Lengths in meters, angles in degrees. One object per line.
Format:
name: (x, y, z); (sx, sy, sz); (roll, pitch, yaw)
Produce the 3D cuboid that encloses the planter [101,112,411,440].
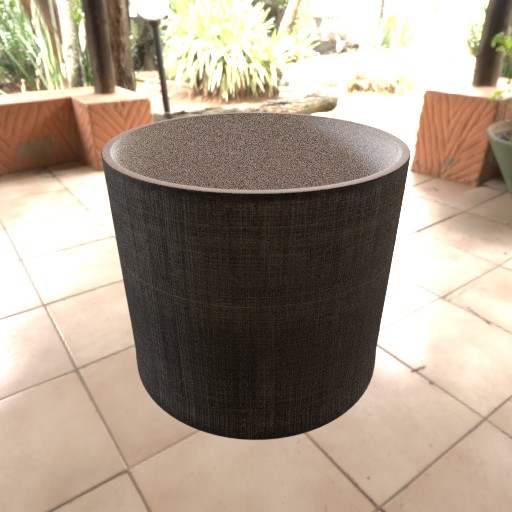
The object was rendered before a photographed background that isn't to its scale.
planter: (0.000, 0.000, 0.304); (0.178, 0.157, 0.178); (0, 29, 0)
